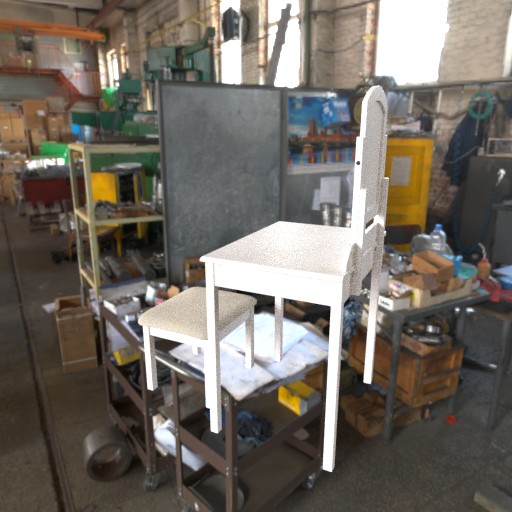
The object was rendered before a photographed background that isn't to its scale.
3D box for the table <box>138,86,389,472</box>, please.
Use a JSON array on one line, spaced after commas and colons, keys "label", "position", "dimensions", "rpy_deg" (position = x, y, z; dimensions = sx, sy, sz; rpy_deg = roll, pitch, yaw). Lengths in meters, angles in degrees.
[{"label": "table", "position": [0.000, 0.000, 2.331], "dimensions": [1.211, 1.631, 0.876], "rpy_deg": [8, 18, 25]}]
